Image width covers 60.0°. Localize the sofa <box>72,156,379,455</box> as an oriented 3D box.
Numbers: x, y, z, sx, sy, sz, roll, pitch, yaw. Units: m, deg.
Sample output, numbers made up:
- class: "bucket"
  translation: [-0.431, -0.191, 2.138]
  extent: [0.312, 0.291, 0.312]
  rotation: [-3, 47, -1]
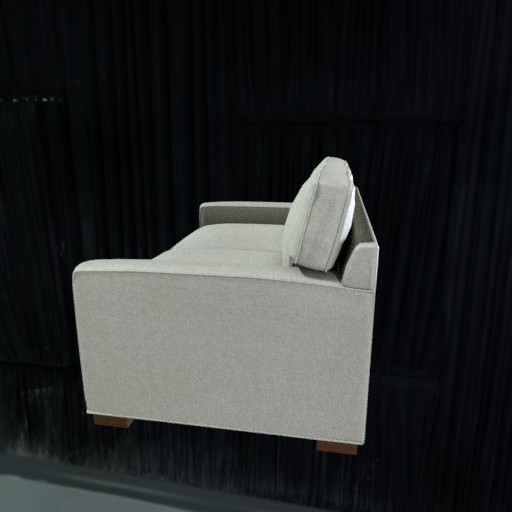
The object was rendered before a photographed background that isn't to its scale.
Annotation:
- class: "sofa"
  translation: [0.000, 0.000, 2.036]
  extent: [0.940, 0.853, 1.484]
  rotation: [3, 15, 10]
